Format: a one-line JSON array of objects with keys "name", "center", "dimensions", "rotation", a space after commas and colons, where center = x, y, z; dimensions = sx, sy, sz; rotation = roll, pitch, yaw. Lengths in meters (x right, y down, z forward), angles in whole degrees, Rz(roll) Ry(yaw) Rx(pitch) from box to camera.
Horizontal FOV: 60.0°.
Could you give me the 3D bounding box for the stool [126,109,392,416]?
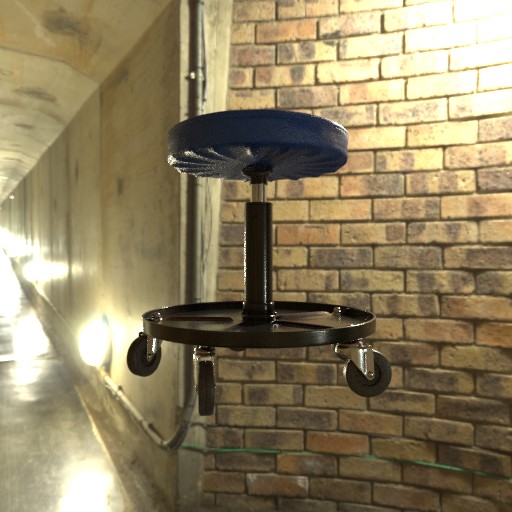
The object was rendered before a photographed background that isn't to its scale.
[{"name": "stool", "center": [0.000, 0.000, 0.671], "dimensions": [0.381, 0.365, 0.382], "rotation": [0, 0, 1]}]
